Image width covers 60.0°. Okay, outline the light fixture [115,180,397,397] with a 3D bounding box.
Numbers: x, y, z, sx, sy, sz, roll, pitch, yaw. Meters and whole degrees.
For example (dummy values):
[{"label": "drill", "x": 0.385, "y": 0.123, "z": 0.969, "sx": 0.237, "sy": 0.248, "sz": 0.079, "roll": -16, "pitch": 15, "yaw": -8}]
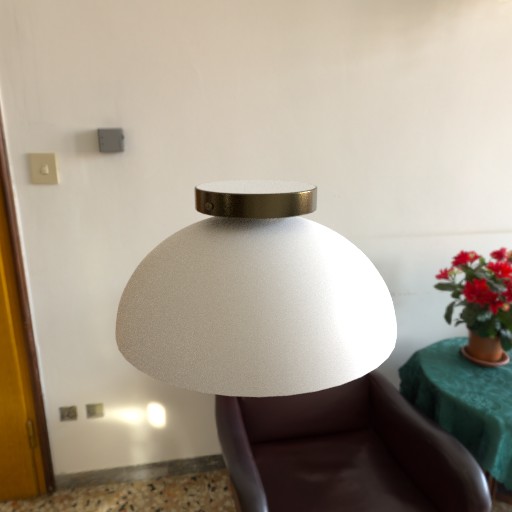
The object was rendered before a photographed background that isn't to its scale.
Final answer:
[{"label": "light fixture", "x": 0.000, "y": 0.000, "z": 0.562, "sx": 0.355, "sy": 0.177, "sz": 0.355, "roll": 0, "pitch": 15, "yaw": 0}]
